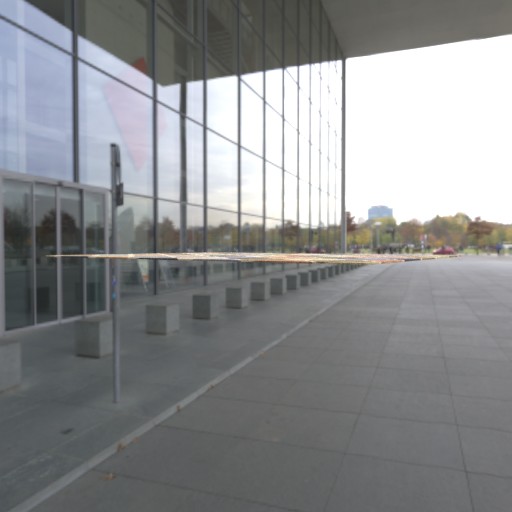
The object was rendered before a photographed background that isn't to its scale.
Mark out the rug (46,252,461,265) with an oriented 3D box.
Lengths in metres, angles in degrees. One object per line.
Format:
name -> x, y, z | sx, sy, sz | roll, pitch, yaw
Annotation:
rug -> 0.000, 0.000, 4.266 | 3.200, 0.013, 2.439 | 1, 2, 36
